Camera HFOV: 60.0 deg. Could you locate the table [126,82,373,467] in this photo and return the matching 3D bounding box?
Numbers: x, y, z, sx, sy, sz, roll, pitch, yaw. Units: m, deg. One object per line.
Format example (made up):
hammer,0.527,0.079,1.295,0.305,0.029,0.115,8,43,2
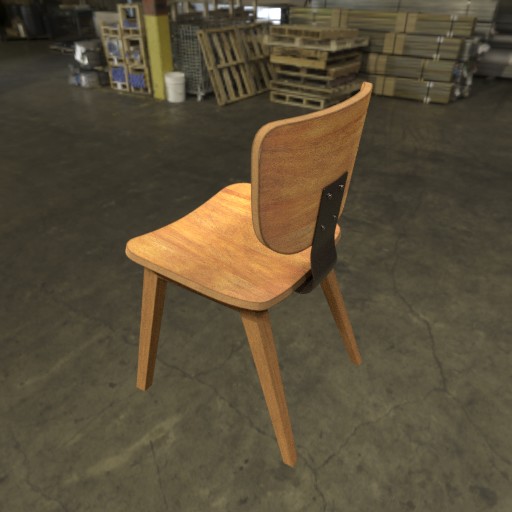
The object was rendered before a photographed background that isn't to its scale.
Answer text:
table,0.000,0.000,1.114,0.500,0.805,0.499,20,38,28
